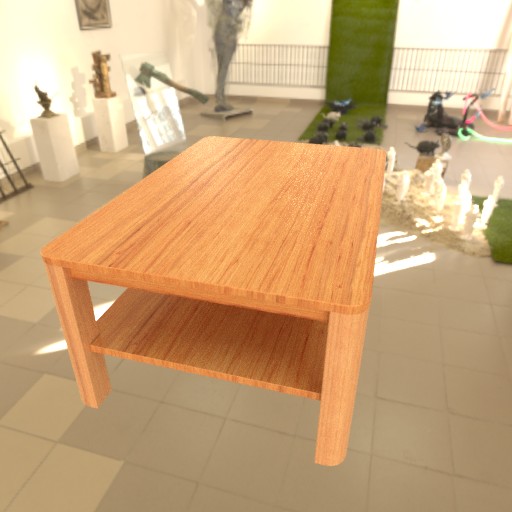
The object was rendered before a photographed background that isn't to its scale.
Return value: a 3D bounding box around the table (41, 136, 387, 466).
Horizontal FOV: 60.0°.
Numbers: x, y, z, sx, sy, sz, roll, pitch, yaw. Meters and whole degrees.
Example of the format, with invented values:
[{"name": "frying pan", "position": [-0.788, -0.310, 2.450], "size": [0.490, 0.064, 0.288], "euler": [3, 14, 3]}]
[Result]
[{"name": "table", "position": [0.000, 0.000, 1.373], "size": [0.696, 0.445, 0.997], "euler": [8, 31, 14]}]
